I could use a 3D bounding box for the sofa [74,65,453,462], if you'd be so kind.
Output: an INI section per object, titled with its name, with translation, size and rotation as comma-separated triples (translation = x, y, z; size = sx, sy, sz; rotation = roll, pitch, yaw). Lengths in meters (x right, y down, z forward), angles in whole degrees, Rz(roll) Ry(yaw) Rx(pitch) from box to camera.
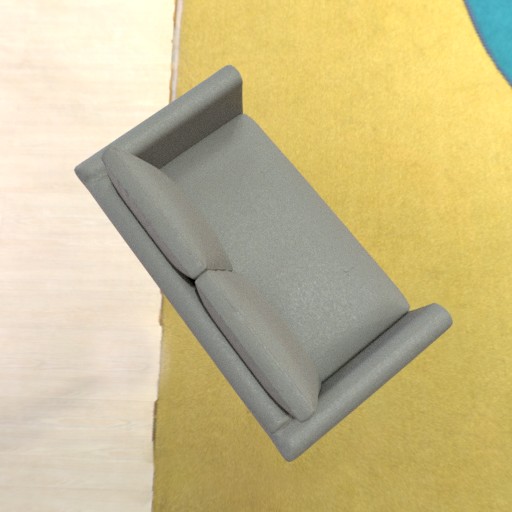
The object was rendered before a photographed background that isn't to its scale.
[sofa]
translation = 0.000, 0.000, 2.169
size = 0.899, 0.873, 1.598
rotation = -37, 80, -8
